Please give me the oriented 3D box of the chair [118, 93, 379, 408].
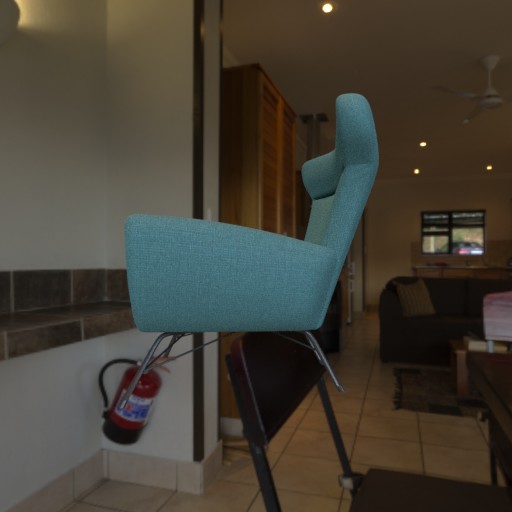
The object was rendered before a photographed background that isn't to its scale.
[{"bbox_3d":[0.000,0.000,1.801,0.900,0.980,1.050,0,-1,-1],"label":"chair"}]
